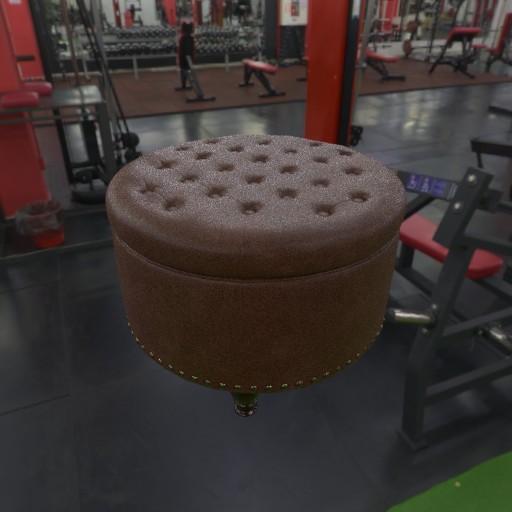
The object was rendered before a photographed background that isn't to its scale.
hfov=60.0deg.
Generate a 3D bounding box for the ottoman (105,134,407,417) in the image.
[{"bbox_3d":[0.000,0.000,1.066,0.637,0.442,0.637,0,30,0],"label":"ottoman"}]
